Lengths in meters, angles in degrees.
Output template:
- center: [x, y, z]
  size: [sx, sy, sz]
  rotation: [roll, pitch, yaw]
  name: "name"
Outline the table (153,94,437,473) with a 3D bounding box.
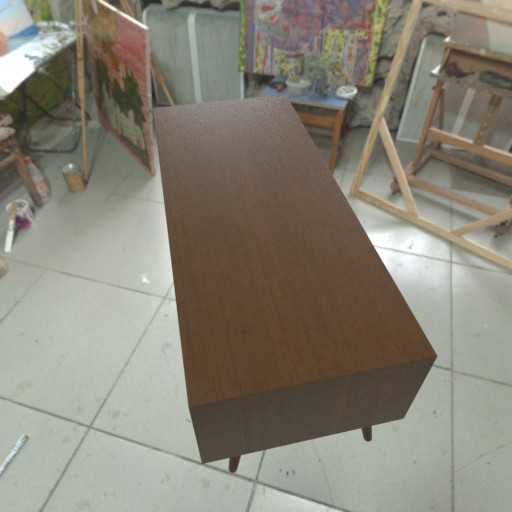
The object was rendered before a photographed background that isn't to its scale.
- center: [0.000, 0.000, 1.365]
  size: [0.490, 0.464, 1.119]
  rotation: [-9, 46, -9]
  name: "table"
